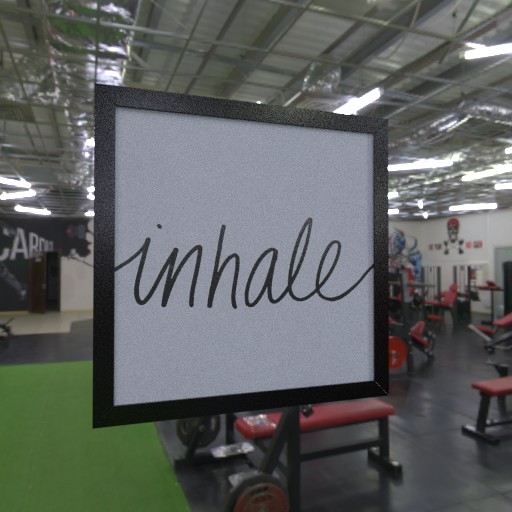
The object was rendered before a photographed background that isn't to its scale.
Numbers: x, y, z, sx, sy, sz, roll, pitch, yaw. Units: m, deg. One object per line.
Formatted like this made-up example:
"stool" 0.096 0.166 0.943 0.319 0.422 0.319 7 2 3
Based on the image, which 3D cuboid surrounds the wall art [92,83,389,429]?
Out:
"wall art" 0.000 0.000 0.647 0.446 0.445 0.014 0 -1 -19
